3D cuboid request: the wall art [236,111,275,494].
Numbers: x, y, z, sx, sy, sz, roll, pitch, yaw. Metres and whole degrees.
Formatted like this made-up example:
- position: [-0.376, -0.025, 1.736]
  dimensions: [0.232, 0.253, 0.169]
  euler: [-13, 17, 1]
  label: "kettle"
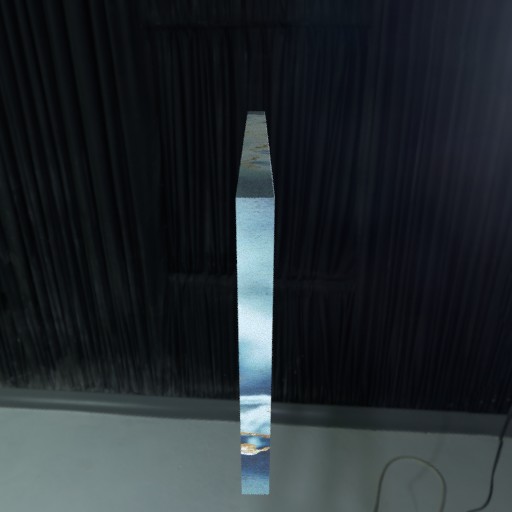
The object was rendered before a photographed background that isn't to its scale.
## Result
- position: [0.000, 0.000, 0.770]
  dimensions: [0.036, 0.405, 0.607]
  euler: [0, 25, 0]
  label: "wall art"
